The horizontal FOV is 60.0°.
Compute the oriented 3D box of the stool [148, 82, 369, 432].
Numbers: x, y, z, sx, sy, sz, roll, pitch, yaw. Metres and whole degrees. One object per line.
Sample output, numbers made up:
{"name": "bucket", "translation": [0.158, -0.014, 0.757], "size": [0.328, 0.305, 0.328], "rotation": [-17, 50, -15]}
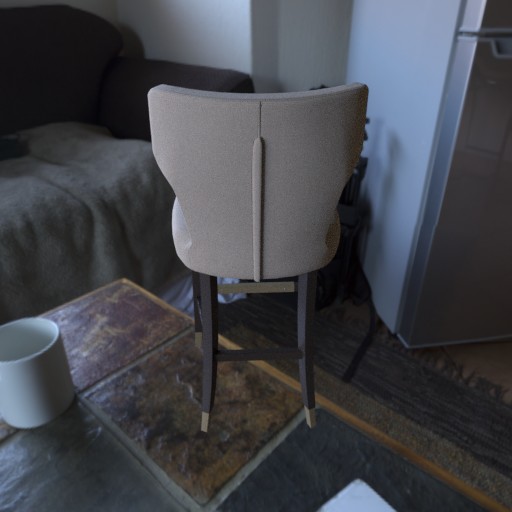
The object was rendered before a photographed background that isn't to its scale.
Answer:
{"name": "stool", "translation": [0.000, 0.000, 1.420], "size": [0.526, 1.092, 0.563], "rotation": [-1, 30, -2]}
